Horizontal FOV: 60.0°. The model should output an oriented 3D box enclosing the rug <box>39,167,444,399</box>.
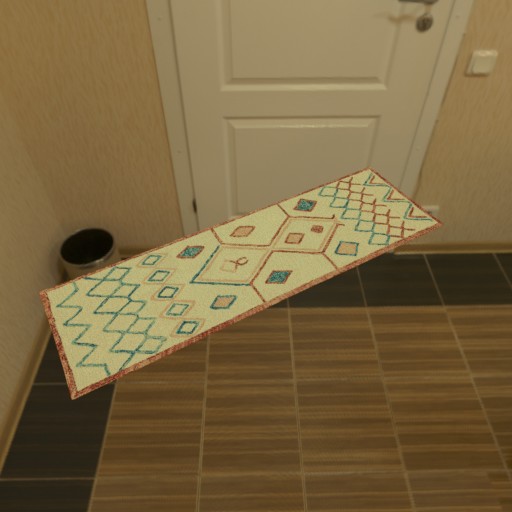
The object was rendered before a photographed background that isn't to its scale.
[{"bbox_3d":[0.000,0.000,2.728,2.435,0.011,0.750,-23,51,-20],"label":"rug"}]
